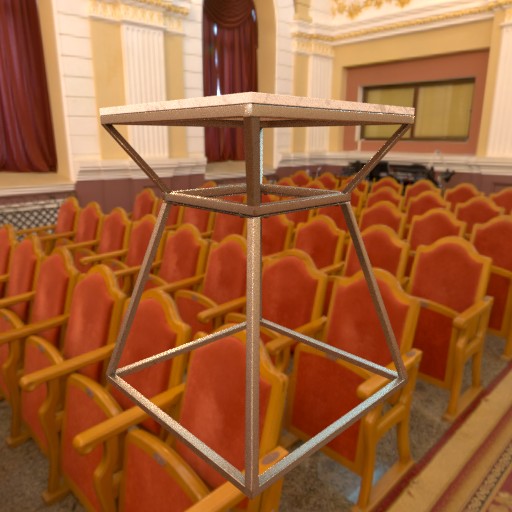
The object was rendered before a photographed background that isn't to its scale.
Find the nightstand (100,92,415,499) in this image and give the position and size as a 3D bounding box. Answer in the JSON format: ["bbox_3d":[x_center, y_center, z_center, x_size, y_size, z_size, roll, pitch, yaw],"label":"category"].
[{"bbox_3d":[0.000,0.000,0.874,0.455,0.554,0.455,-14,20,-42],"label":"nightstand"}]
